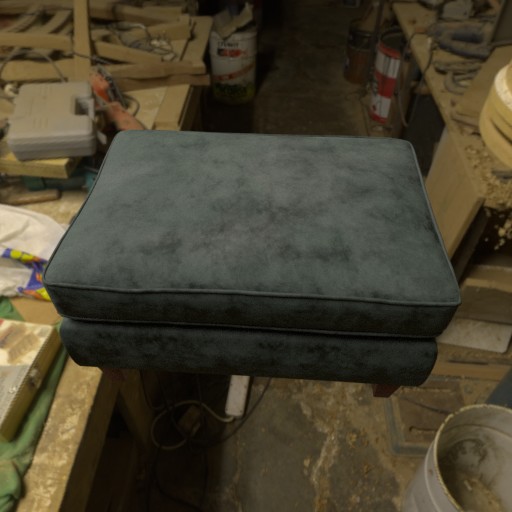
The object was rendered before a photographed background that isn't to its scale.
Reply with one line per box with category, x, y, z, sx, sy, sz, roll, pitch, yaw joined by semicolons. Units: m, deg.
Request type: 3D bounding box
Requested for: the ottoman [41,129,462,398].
ottoman;0.000;0.000;1.218;0.864;0.495;0.632;3;46;3
